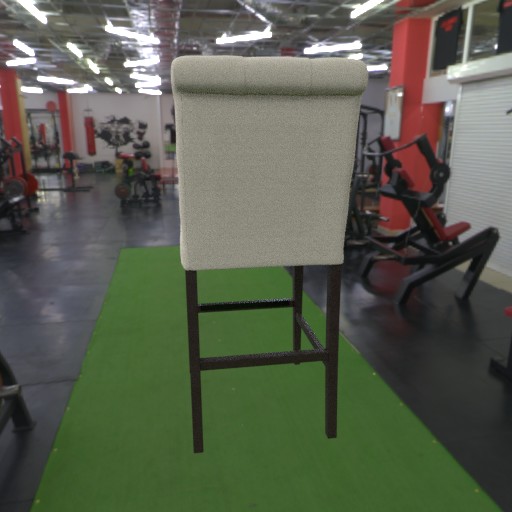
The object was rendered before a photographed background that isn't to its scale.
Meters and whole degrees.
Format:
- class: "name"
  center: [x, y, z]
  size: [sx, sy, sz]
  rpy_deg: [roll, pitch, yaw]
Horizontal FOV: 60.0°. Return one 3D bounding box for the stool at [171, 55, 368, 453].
- class: "stool"
  center: [0.000, 0.000, 1.441]
  size: [0.482, 1.118, 0.610]
  rpy_deg: [-2, 15, -9]
